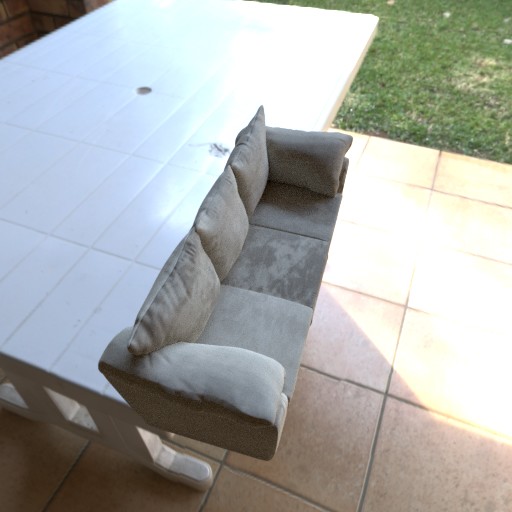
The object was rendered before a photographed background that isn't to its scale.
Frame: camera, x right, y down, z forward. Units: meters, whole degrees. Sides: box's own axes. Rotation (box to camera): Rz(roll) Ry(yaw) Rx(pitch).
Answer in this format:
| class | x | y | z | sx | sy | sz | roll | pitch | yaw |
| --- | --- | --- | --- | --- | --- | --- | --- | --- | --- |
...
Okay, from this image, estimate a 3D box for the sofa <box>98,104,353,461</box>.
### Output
| class | x | y | z | sx | sy | sz | roll | pitch | yaw |
| --- | --- | --- | --- | --- | --- | --- | --- | --- | --- |
| sofa | 0.000 | 0.000 | 2.874 | 0.893 | 0.981 | 2.377 | 12 | 47 | 11 |
